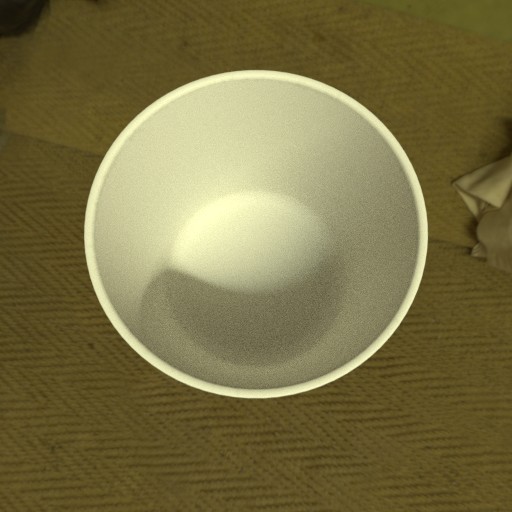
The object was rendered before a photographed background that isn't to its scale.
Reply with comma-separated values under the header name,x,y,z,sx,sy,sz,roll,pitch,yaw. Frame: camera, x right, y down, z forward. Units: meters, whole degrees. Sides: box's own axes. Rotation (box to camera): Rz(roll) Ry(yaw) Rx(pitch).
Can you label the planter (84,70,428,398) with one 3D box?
name,x,y,z,sx,sy,sz,roll,pitch,yaw
planter,0.000,0.000,0.760,0.440,0.398,0.440,0,76,0
